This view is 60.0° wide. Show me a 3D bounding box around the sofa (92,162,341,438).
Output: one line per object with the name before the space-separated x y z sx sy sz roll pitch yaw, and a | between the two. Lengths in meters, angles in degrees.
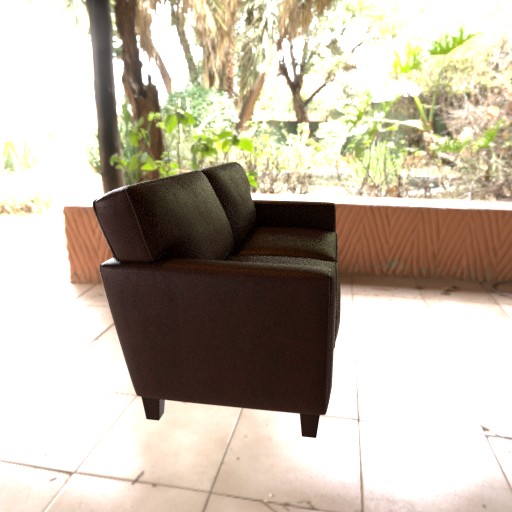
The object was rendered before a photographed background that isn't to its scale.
sofa | 0.000 0.000 2.426 0.912 0.928 1.876 3 15 10
